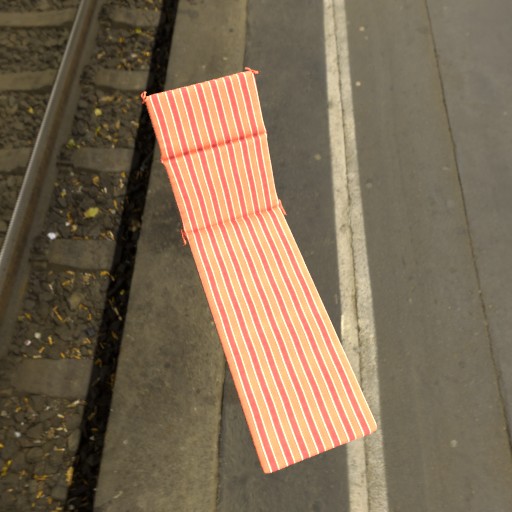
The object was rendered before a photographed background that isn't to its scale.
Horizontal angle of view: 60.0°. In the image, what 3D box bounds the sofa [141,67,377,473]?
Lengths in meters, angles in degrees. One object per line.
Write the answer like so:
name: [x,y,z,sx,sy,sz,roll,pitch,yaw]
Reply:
sofa: [0.000,0.000,1.962,0.582,0.622,1.663,-18,65,-9]
